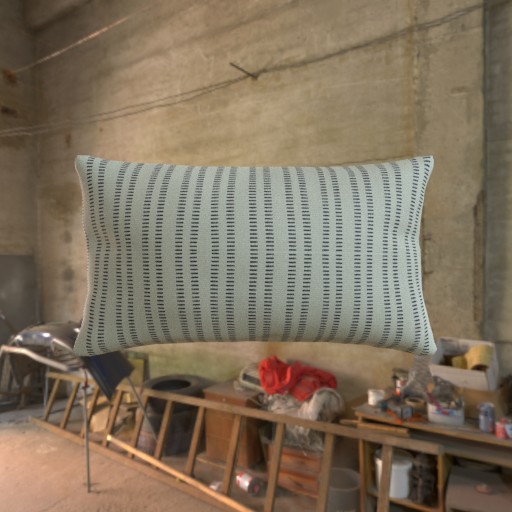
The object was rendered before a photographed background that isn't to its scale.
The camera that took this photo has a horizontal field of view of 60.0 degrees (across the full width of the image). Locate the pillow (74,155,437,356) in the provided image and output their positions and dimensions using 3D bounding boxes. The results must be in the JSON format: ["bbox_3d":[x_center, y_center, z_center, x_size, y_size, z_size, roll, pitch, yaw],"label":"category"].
[{"bbox_3d":[0.000,0.000,0.772,0.640,0.353,0.210,0,0,-1],"label":"pillow"}]
